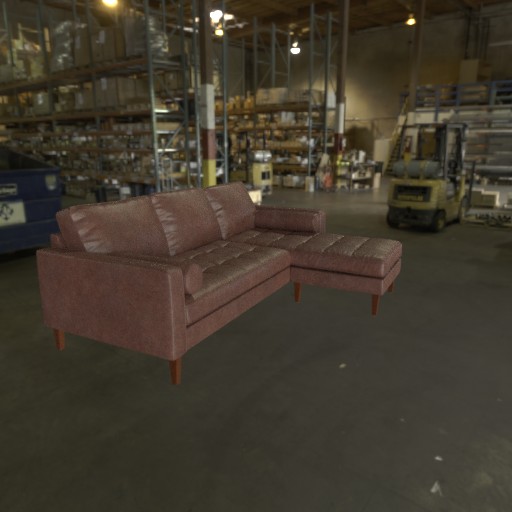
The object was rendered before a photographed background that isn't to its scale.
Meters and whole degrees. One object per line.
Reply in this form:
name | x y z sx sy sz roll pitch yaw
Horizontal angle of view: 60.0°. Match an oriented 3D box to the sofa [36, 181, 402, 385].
sofa | 0.000 0.000 3.018 1.613 0.841 2.185 7 16 27
